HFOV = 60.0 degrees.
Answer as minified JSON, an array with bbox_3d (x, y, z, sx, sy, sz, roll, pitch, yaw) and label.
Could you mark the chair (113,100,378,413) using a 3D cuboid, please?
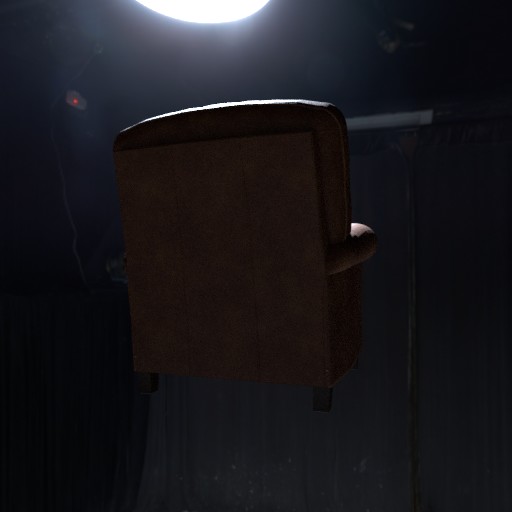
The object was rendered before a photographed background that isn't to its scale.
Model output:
[{"bbox_3d":[0.000,0.000,1.821,0.936,1.018,0.986,-1,-2,19],"label":"chair"}]
